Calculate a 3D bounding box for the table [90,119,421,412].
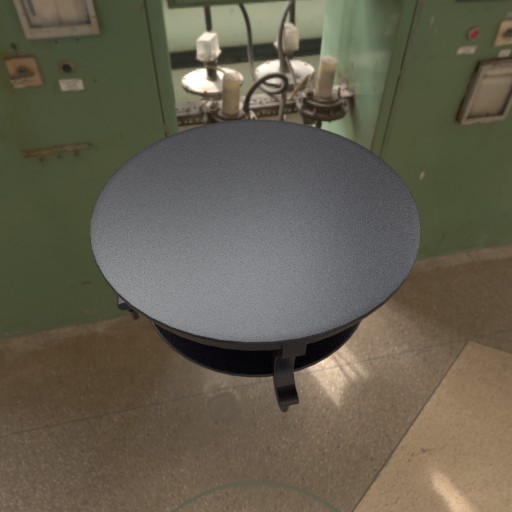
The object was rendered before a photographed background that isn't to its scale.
[{"bbox_3d":[0.000,0.000,1.590,1.029,0.491,1.029,0,47,0],"label":"table"}]
